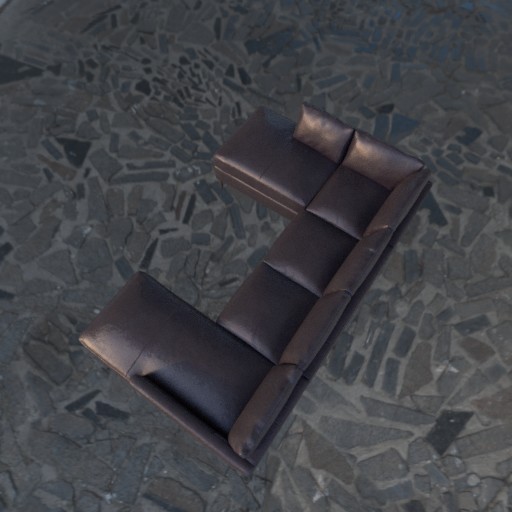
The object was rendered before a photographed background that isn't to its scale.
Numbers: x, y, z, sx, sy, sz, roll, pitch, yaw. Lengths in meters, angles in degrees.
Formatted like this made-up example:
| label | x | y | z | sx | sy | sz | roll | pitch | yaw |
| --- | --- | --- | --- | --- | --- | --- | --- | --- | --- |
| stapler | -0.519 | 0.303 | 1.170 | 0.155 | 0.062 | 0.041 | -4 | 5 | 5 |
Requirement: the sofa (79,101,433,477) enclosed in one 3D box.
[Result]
| label | x | y | z | sx | sy | sz | roll | pitch | yaw |
| --- | --- | --- | --- | --- | --- | --- | --- | --- | --- |
| sofa | 0.000 | 0.000 | 3.914 | 1.939 | 0.900 | 2.956 | 32 | 67 | 15 |
